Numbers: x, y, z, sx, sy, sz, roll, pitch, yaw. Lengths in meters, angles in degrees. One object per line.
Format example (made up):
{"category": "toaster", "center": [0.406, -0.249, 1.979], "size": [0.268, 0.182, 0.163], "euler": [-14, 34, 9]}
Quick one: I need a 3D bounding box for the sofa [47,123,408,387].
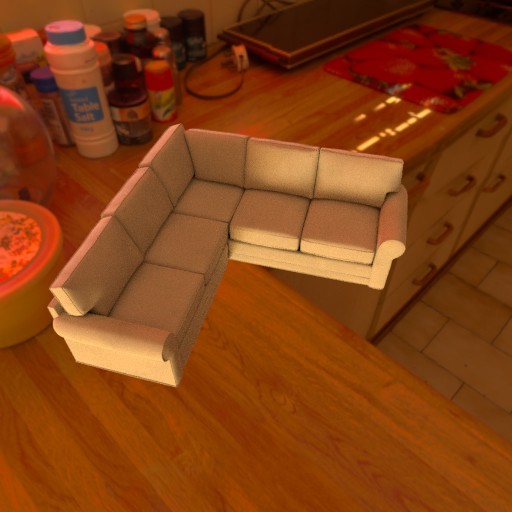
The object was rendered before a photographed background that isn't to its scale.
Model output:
{"category": "sofa", "center": [0.000, 0.000, 3.982], "size": [2.562, 1.053, 2.487], "euler": [11, 46, 10]}
